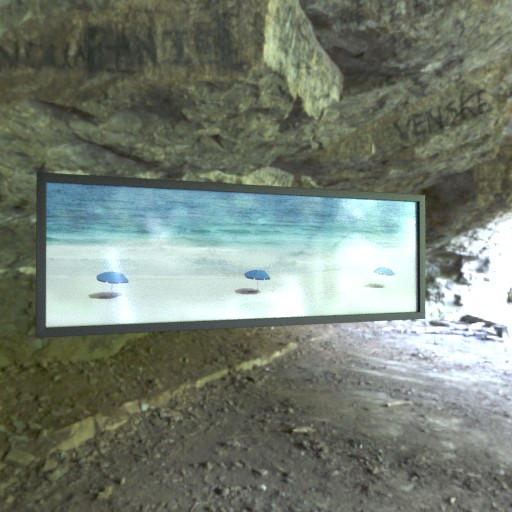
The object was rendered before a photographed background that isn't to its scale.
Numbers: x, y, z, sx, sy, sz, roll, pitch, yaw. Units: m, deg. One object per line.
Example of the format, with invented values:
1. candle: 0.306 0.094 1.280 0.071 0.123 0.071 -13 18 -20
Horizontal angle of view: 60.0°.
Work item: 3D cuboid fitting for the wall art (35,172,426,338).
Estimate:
1. wall art: 0.000 0.000 0.964 0.860 0.303 0.037 0 -1 -18
